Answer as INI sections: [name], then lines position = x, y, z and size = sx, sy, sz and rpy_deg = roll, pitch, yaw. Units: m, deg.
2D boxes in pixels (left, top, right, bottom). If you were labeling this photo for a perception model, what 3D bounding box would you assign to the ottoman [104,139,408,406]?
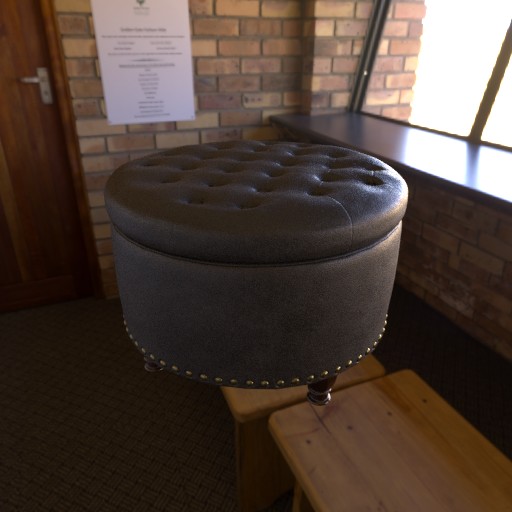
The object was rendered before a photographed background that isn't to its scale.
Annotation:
[ottoman]
position = 0.000, 0.000, 1.050
size = 0.637, 0.442, 0.637
rpy_deg = 0, 26, 0
